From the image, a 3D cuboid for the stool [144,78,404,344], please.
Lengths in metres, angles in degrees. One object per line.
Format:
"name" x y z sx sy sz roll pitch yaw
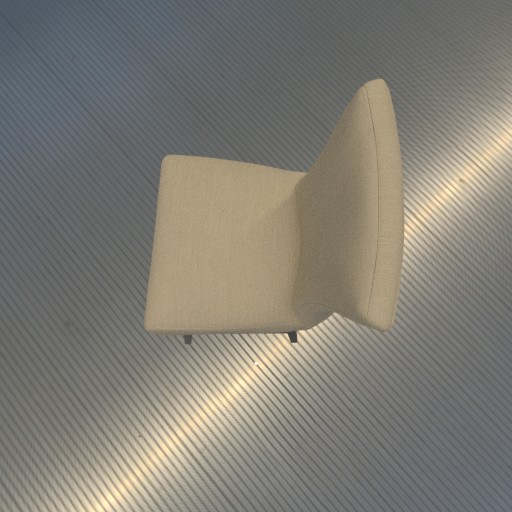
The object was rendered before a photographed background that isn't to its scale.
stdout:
"stool" 0.000 0.000 1.352 0.574 1.086 0.514 3 76 1
